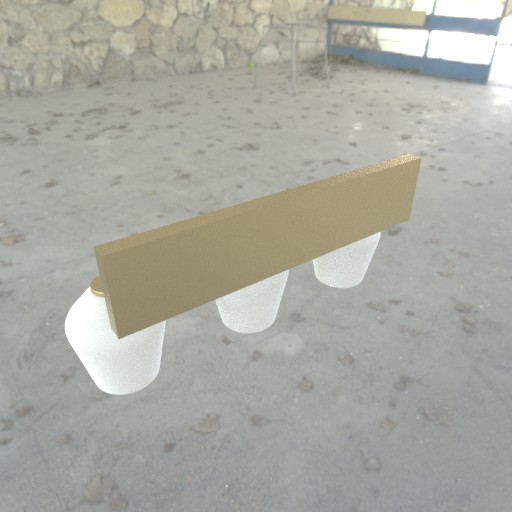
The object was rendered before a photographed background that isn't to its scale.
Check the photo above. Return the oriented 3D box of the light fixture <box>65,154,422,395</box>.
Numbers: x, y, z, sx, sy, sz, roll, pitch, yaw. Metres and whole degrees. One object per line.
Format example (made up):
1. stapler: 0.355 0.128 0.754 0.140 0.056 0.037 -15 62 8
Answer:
1. light fixture: 0.000 0.000 0.730 0.609 0.280 0.190 -21 37 -30
